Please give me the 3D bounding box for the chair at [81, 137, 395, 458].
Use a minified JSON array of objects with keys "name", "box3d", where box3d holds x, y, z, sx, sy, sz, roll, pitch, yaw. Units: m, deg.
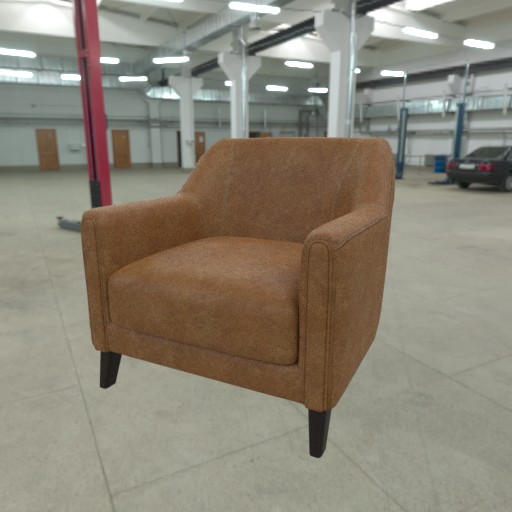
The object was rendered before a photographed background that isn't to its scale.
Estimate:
[{"name":"chair","box3d":[0.000,0.000,1.874,1.037,0.980,1.034,7,16,26]}]
